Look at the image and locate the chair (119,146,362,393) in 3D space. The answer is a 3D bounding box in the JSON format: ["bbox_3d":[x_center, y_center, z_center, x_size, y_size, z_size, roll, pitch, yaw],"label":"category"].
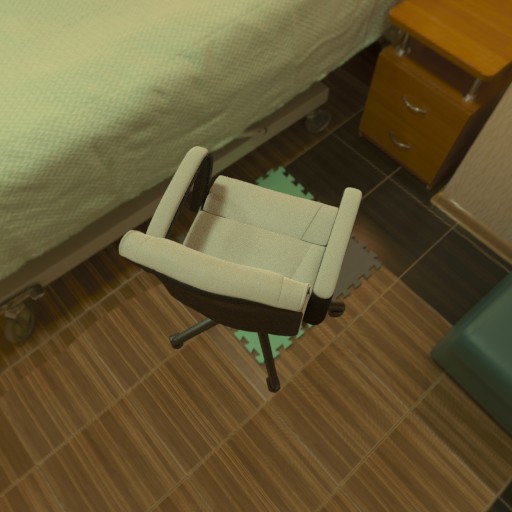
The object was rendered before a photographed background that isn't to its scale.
[{"bbox_3d":[0.000,0.000,1.517,0.739,1.004,0.717,17,64,9],"label":"chair"}]
